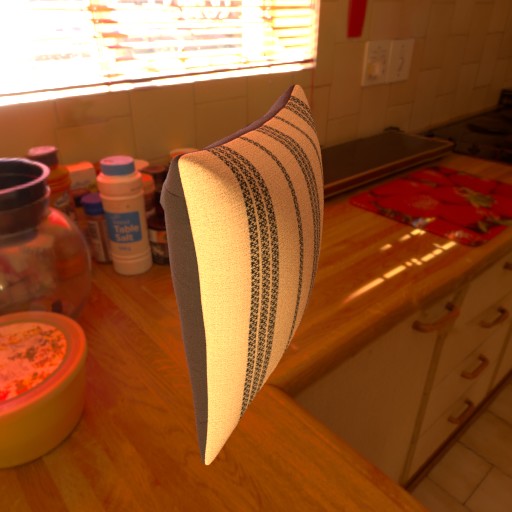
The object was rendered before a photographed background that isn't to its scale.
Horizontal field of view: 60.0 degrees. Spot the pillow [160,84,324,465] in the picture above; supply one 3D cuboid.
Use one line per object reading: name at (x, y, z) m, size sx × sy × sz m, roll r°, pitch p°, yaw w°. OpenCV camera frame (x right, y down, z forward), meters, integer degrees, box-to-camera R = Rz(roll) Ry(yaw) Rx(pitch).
pillow at (0.000, 0.000, 0.634) m, size 0.173 × 0.406 × 0.405 m, roll 10°, pitch 31°, yaw 16°
